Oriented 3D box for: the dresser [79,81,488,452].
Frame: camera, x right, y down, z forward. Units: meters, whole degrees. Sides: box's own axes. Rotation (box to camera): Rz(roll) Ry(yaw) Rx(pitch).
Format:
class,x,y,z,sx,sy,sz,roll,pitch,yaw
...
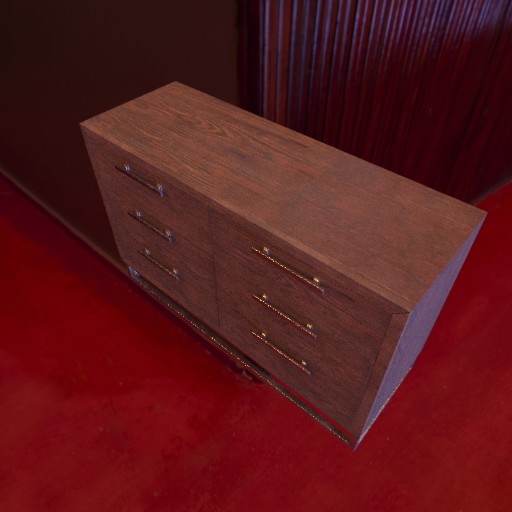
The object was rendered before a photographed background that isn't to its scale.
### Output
class,x,y,z,sx,sy,sz,roll,pitch,yaw
dresser,0.000,0.000,2.168,1.646,1.061,0.623,32,53,27
